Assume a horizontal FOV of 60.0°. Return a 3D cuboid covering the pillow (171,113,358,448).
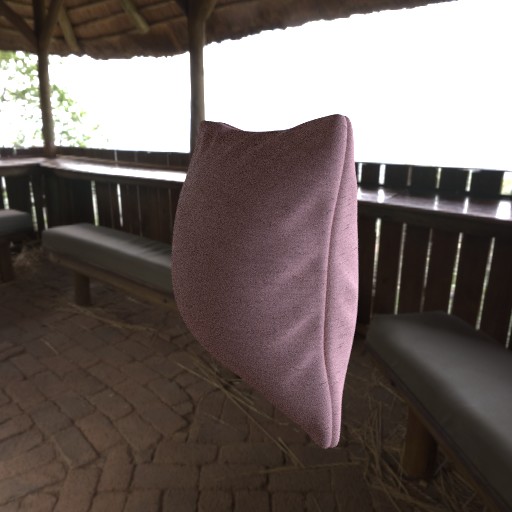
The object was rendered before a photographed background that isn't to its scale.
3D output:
[{"bbox_3d":[0.000,0.000,0.694,0.246,0.415,0.432,-8,18,-25],"label":"pillow"}]
